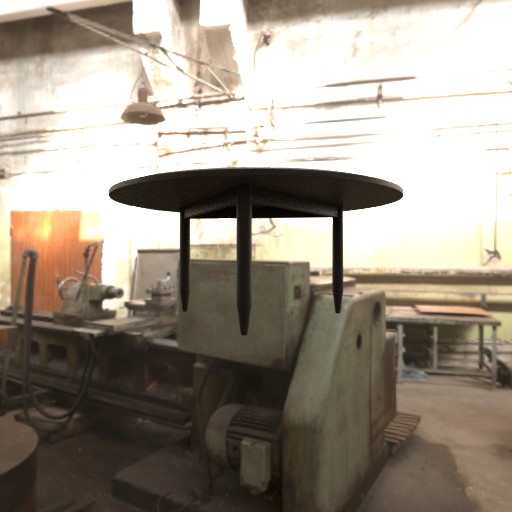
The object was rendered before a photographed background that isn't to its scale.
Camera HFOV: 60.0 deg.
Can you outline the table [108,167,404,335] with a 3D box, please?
[{"bbox_3d":[0.000,0.000,1.423,0.900,0.400,0.900,0,0,0],"label":"table"}]
